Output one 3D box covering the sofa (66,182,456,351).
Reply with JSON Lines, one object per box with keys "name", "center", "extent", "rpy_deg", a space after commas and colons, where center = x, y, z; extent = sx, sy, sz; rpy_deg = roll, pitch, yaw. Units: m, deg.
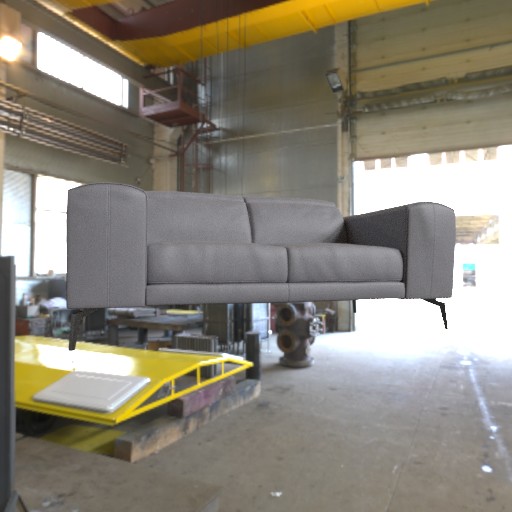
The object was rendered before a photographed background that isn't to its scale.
{"name": "sofa", "center": [0.000, 0.000, 2.451], "extent": [1.895, 0.779, 1.003], "rpy_deg": [1, -2, -19]}
